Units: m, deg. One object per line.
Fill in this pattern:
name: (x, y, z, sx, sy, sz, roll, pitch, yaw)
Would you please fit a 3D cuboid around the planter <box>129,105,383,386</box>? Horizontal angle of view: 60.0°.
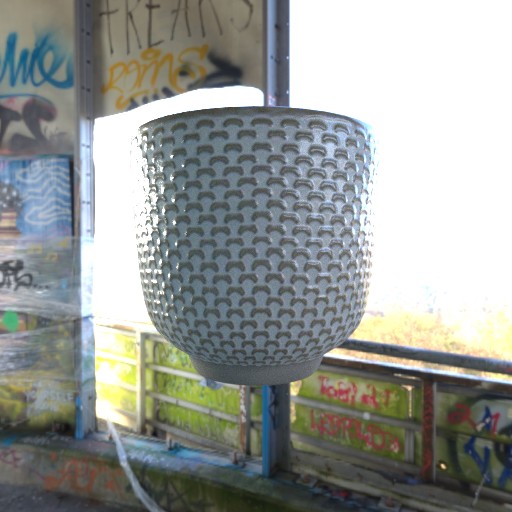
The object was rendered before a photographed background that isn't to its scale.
planter: (0.000, 0.000, 0.315, 0.173, 0.160, 0.173, 0, 1, 0)
